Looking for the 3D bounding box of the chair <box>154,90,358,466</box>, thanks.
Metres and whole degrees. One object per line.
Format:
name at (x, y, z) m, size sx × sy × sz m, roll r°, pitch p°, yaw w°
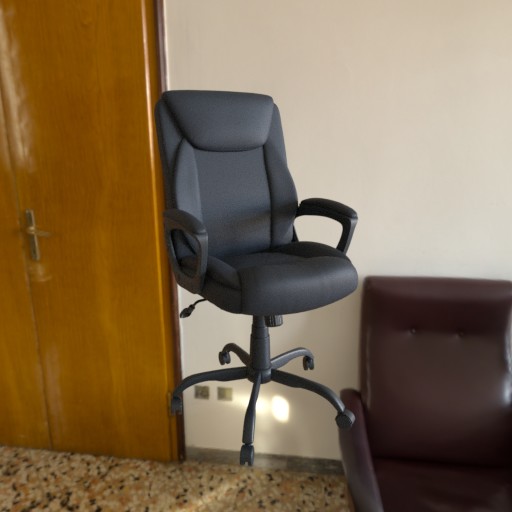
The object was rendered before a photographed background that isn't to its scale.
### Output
chair at (0.000, 0.000, 1.471) m, size 0.615 × 1.072 × 0.655 m, roll -8°, pitch 17°, yaw -27°
